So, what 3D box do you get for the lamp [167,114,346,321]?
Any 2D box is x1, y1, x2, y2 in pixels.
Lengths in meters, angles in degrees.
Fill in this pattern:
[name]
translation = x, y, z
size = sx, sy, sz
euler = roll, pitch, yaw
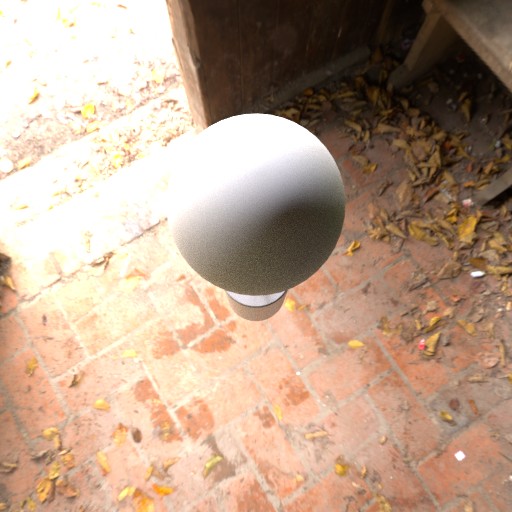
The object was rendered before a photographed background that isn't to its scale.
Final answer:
[lamp]
translation = 0.000, 0.000, 0.543
size = 0.153, 0.480, 0.153
euler = 0, 75, 0
